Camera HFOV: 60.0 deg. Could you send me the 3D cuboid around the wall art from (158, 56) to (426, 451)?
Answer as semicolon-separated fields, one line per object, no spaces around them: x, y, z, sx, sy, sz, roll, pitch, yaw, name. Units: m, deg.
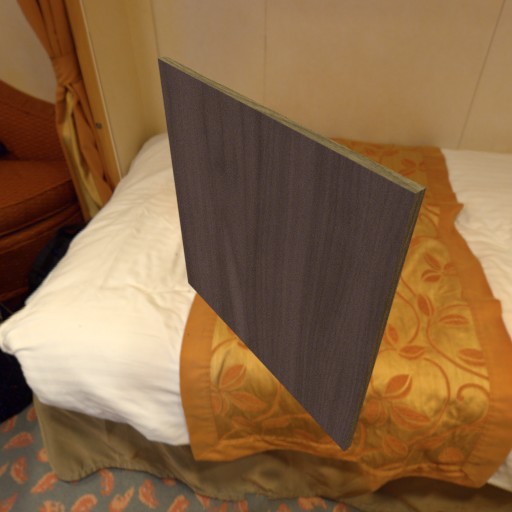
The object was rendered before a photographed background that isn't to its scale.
0.000;0.000;0.732;0.016;0.507;0.508;-26;47;-27;wall art
